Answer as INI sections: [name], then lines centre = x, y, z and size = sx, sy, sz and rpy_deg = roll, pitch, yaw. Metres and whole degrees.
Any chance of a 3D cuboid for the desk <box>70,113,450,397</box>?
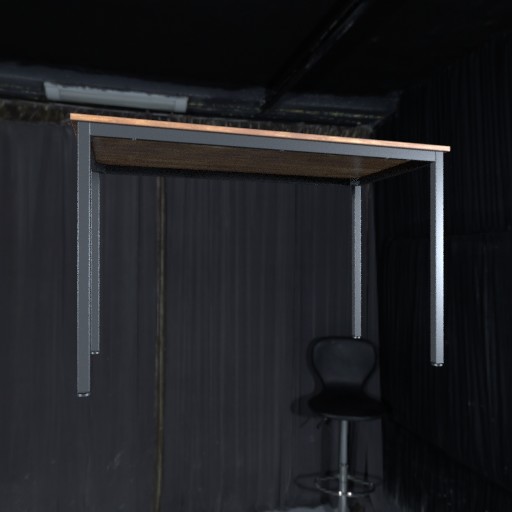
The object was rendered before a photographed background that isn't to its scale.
[desk]
centre = 0.000, 0.000, 1.619
size = 1.200, 0.749, 0.600
rpy_deg = 0, 0, -17
